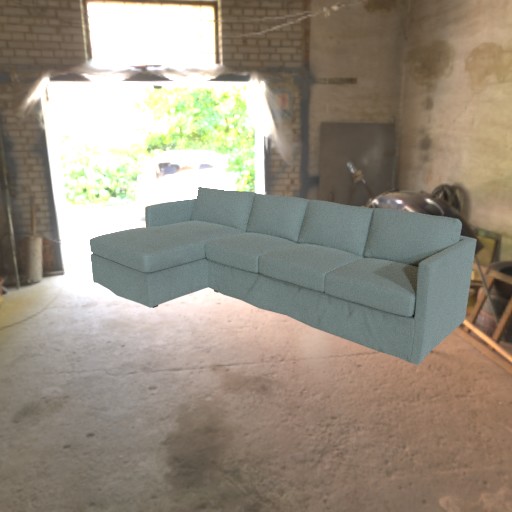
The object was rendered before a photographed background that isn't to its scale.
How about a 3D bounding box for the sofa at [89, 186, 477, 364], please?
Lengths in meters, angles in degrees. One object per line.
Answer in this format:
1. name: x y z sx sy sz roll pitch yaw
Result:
1. sofa: 0.000 0.000 3.987 3.205 0.922 1.650 15 22 40
